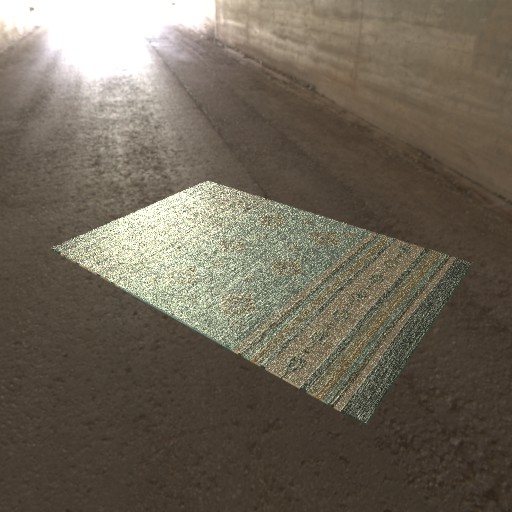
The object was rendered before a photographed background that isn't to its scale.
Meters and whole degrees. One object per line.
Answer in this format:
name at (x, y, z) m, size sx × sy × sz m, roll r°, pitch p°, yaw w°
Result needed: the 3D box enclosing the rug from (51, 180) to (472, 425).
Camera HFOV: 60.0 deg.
rug at (0.000, 0.000, 2.288) m, size 1.811 × 0.010 × 1.212 m, roll 22°, pitch 37°, yaw 31°
